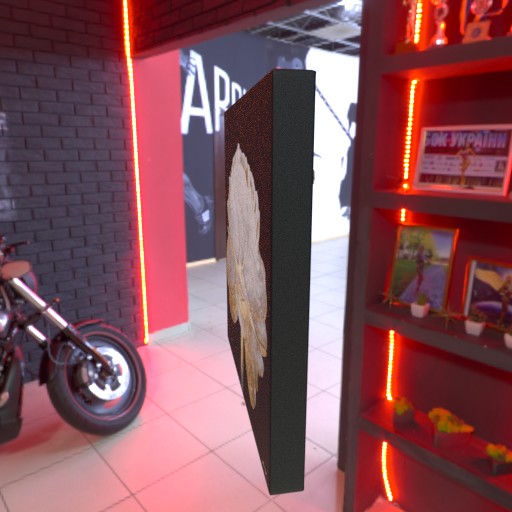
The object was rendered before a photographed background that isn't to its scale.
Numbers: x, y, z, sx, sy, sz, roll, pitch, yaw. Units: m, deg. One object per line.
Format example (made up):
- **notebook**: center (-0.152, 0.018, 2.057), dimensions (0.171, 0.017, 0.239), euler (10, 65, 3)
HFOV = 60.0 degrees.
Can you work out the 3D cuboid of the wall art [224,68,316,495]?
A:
- **wall art**: center (0.000, 0.000, 0.600), dimensions (0.041, 0.407, 0.406), euler (-2, 13, -9)
